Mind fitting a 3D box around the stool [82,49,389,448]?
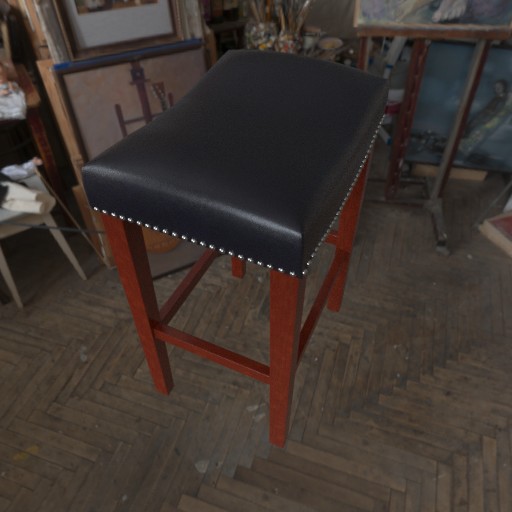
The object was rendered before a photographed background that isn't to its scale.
[{"bbox_3d":[0.000,0.000,1.011,0.372,0.742,0.504,18,49,17],"label":"stool"}]
